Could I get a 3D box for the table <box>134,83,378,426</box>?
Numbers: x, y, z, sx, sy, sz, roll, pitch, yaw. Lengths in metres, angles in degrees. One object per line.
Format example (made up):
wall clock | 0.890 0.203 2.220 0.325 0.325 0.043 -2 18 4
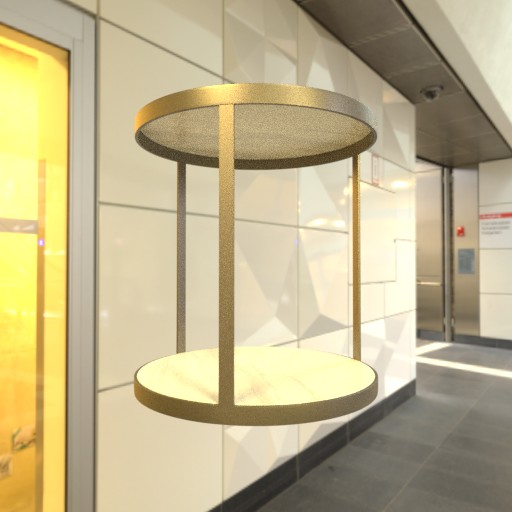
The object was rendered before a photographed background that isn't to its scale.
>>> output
table | 0.000 0.000 0.840 0.445 0.479 0.445 0 -1 0
